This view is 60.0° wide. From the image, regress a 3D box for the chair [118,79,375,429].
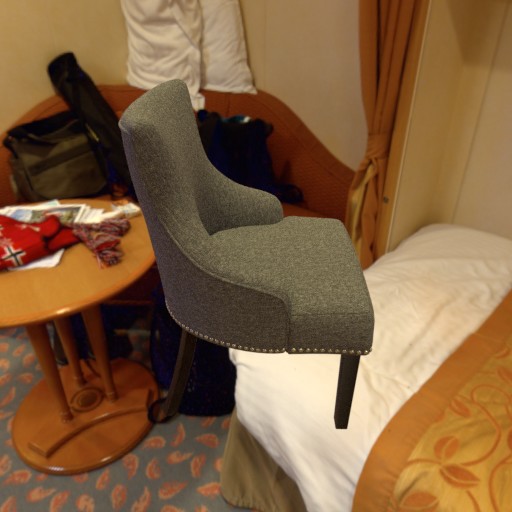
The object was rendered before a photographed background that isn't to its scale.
[{"bbox_3d":[0.000,0.000,1.310,0.629,0.909,0.566,0,31,1],"label":"chair"}]
